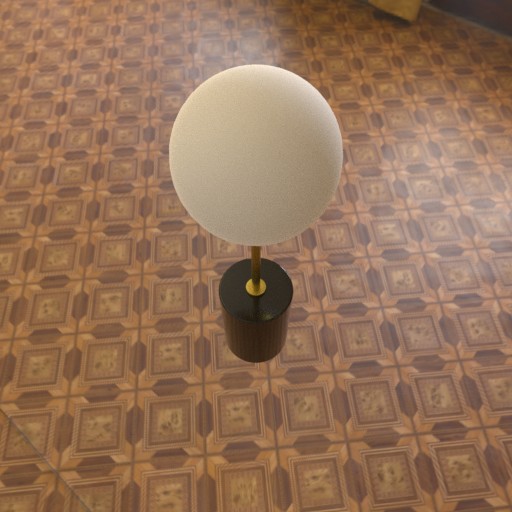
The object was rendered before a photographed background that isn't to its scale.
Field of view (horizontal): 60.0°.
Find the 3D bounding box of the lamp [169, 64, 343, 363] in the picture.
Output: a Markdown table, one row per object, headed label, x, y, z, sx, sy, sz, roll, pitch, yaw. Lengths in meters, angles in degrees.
| label | x | y | z | sx | sy | sz | roll | pitch | yaw |
| --- | --- | --- | --- | --- | --- | --- | --- | --- | --- |
| lamp | 0.000 | 0.000 | 0.534 | 0.153 | 0.480 | 0.153 | 0 | 58 | 0 |
